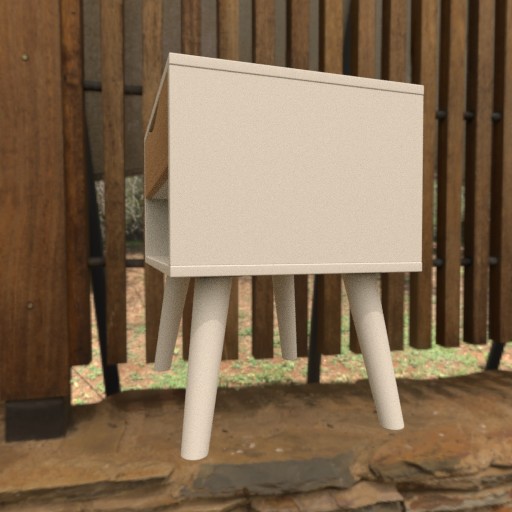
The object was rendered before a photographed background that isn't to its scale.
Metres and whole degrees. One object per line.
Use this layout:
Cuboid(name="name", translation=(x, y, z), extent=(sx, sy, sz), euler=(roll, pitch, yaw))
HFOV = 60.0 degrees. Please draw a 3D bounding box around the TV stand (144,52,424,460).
Cuboid(name="TV stand", translation=(0.000, 0.000, 0.900), extent=(0.405, 0.559, 0.508), euler=(-1, 2, -18))
